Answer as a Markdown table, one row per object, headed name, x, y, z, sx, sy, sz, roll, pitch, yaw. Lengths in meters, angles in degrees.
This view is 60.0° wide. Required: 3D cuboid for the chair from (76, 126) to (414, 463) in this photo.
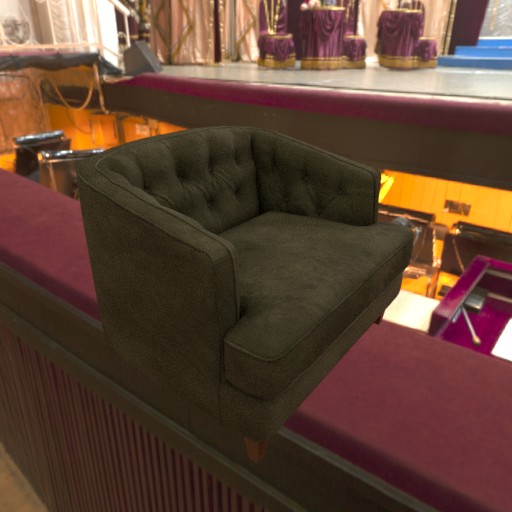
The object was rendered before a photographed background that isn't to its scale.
| name | x | y | z | sx | sy | sz | roll | pitch | yaw |
| --- | --- | --- | --- | --- | --- | --- | --- | --- | --- |
| chair | 0.000 | 0.000 | 1.745 | 0.941 | 0.852 | 1.104 | 18 | 31 | 33 |
